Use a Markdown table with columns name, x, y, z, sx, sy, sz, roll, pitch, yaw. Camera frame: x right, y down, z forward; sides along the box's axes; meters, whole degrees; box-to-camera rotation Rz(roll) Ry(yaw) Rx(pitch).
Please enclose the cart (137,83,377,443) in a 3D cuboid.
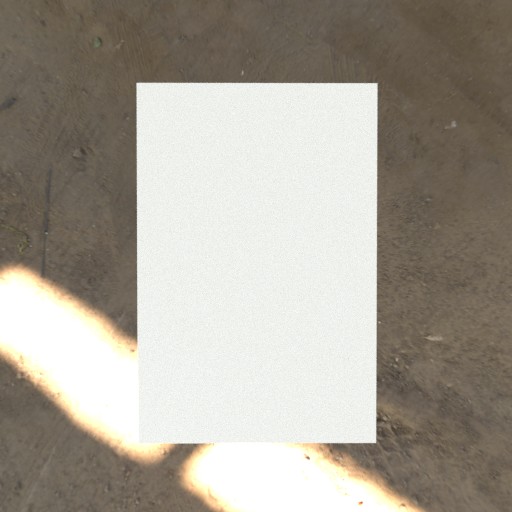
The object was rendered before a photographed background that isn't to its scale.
| name | x | y | z | sx | sy | sz | roll | pitch | yaw |
| --- | --- | --- | --- | --- | --- | --- | --- | --- | --- |
| cart | 0.000 | 0.000 | 1.249 | 0.442 | 0.864 | 0.683 | 0 | 91 | 0 |
